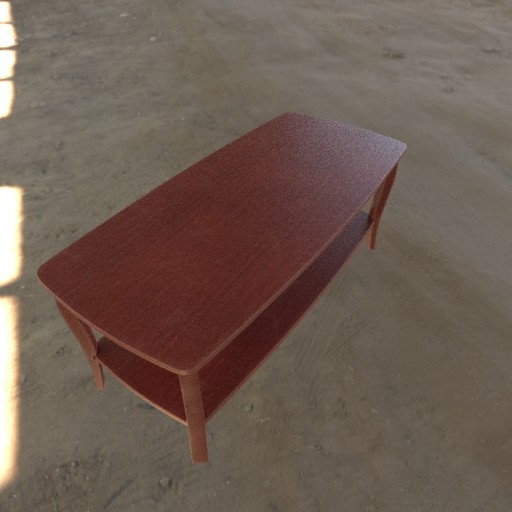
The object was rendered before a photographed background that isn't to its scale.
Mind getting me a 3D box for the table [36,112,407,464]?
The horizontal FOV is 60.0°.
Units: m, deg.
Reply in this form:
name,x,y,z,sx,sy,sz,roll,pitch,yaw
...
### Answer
name,x,y,z,sx,sy,sz,roll,pitch,yaw
table,0.000,0.000,1.478,0.561,0.473,1.216,25,47,26
